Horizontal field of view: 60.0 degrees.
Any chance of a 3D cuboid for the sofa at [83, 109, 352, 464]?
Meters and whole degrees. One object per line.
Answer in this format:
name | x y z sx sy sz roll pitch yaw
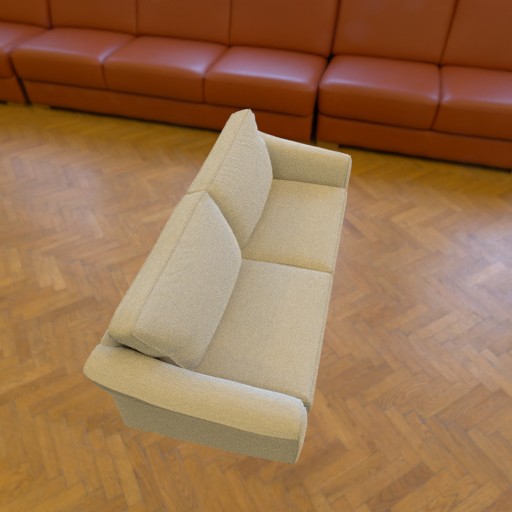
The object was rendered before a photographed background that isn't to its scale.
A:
sofa | 0.000 0.000 2.743 0.980 0.965 2.270 10 46 10
